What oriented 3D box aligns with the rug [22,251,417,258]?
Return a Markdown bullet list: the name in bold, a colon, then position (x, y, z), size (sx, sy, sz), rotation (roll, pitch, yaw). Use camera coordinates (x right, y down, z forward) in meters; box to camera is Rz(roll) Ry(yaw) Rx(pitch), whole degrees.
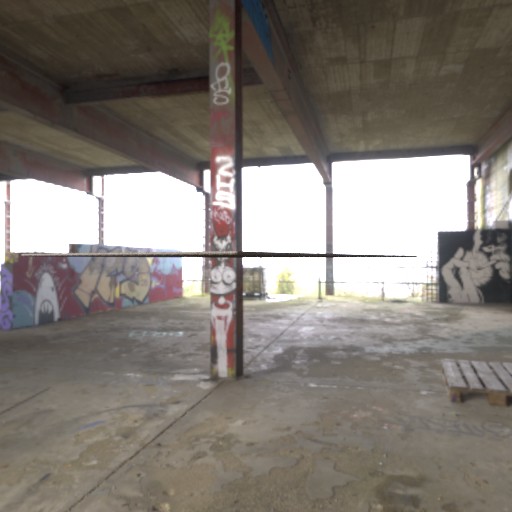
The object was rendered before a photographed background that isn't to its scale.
- **rug**: position (0.000, 0.000, 3.058), size (1.524, 0.015, 2.438), rotation (0, -1, 35)
